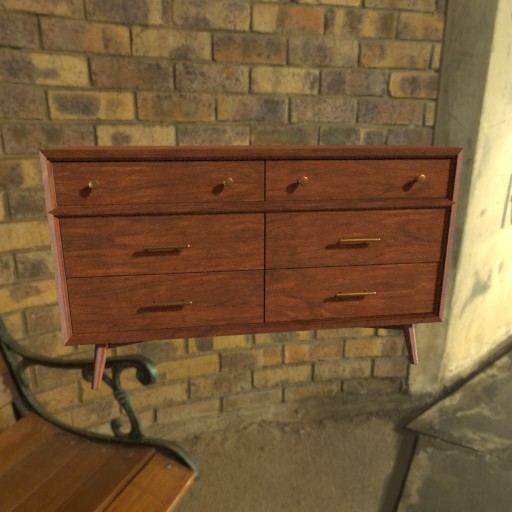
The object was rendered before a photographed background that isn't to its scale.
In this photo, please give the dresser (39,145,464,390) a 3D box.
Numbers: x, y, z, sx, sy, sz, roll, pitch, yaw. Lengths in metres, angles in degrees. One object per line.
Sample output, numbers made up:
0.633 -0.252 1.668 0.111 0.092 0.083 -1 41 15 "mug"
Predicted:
0.000 0.000 1.857 1.472 0.889 0.500 -2 15 -8 "dresser"
